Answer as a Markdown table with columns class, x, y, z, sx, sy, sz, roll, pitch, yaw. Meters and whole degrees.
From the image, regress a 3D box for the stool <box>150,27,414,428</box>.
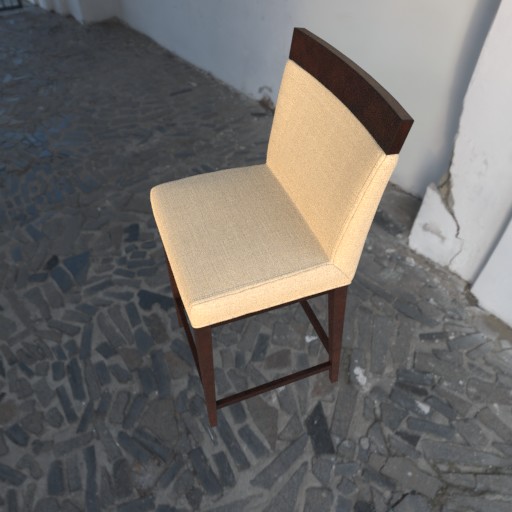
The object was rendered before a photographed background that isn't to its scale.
| class | x | y | z | sx | sy | sz | roll | pitch | yaw |
| --- | --- | --- | --- | --- | --- | --- | --- | --- | --- |
| stool | 0.000 | 0.000 | 1.373 | 0.531 | 1.117 | 0.511 | -16 | 49 | -14 |
